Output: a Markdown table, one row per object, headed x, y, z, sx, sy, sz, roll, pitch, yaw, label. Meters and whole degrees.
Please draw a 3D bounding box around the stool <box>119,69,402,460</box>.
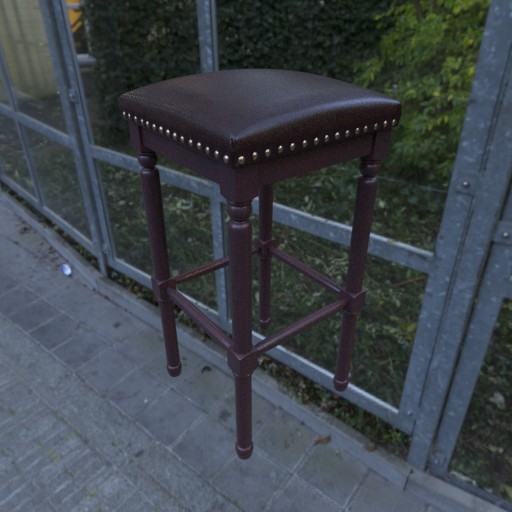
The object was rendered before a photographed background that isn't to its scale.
| x | y | z | sx | sy | sz | roll | pitch | yaw | label |
| --- | --- | --- | --- | --- | --- | --- | --- | --- | --- |
| 0.000 | 0.000 | 0.991 | 0.383 | 0.768 | 0.382 | -22 | 37 | -32 | stool |
